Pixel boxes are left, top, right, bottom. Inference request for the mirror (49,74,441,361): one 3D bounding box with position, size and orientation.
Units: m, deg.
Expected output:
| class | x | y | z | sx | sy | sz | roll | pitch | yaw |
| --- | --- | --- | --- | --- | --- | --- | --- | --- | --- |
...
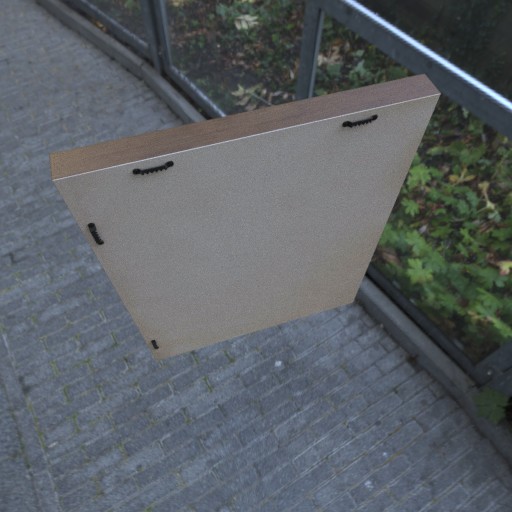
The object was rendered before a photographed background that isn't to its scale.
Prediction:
| class | x | y | z | sx | sy | sz | roll | pitch | yaw |
| --- | --- | --- | --- | --- | --- | --- | --- | --- | --- |
| mirror | 0.000 | 0.000 | 0.664 | 0.405 | 0.508 | 0.041 | -15 | 59 | -9 |
